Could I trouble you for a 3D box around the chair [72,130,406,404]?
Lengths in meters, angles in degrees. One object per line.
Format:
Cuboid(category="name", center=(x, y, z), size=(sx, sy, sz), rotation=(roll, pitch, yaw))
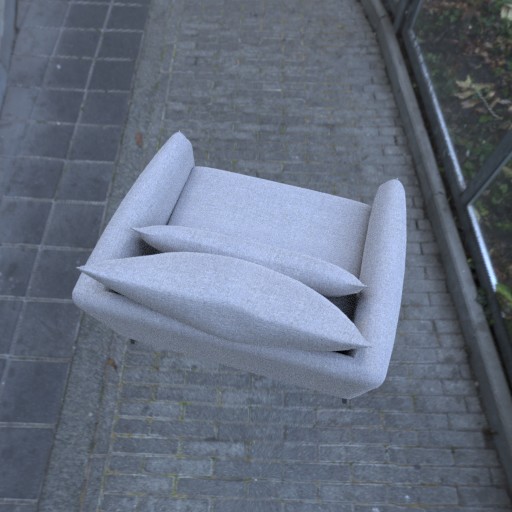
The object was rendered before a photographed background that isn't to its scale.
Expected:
Cuboid(category="chair", center=(0.000, 0.000, 1.622), size=(1.029, 0.856, 0.801), rotation=(14, 64, 7))
